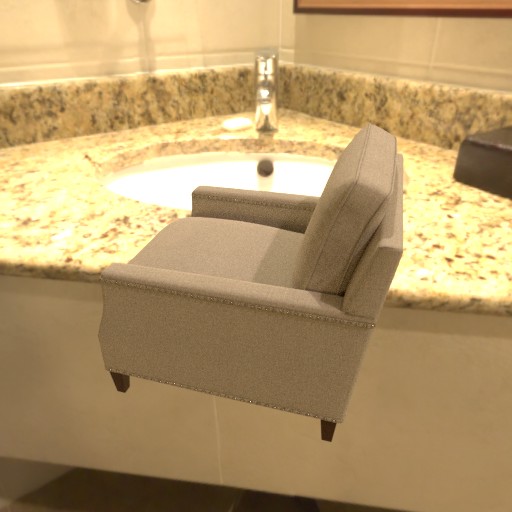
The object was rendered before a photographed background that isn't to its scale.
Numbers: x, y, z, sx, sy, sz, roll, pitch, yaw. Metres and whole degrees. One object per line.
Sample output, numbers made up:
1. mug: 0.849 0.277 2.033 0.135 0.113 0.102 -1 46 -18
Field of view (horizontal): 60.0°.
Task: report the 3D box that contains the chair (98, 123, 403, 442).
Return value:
1. chair: 0.000 0.000 1.746 1.014 0.943 0.853 8 31 14
